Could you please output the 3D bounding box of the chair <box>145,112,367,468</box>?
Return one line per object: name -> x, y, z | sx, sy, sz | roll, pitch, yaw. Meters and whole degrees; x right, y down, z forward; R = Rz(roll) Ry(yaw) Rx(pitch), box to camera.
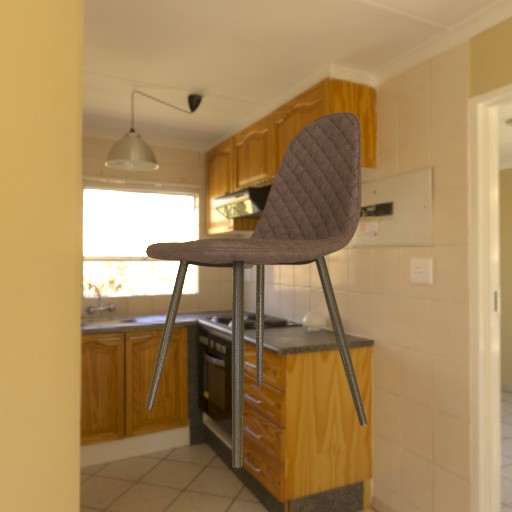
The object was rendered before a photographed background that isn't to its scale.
chair -> 0.000, 0.000, 1.240 | 0.561, 0.889, 0.472 | 0, -1, -37
